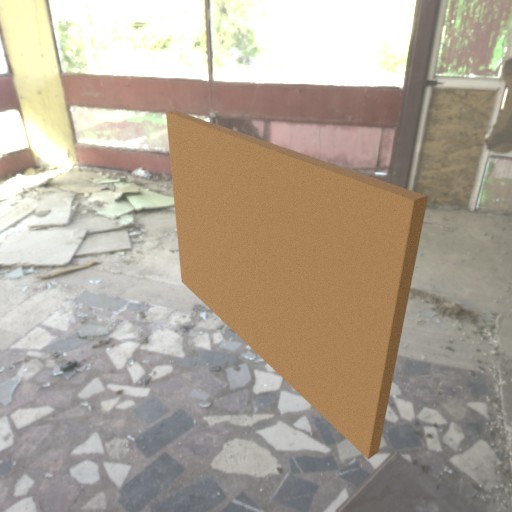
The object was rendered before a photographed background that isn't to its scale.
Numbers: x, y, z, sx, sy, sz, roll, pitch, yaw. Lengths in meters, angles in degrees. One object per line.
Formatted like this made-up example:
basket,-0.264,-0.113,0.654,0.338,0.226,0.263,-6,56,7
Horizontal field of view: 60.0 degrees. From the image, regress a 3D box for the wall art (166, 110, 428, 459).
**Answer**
wall art,0.000,0.000,1.175,0.033,0.608,0.915,-18,33,-30
